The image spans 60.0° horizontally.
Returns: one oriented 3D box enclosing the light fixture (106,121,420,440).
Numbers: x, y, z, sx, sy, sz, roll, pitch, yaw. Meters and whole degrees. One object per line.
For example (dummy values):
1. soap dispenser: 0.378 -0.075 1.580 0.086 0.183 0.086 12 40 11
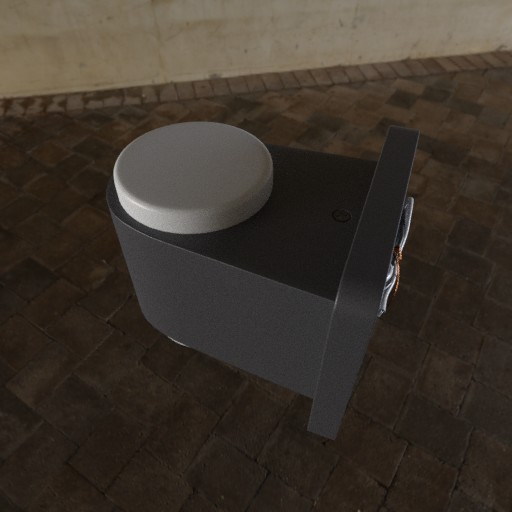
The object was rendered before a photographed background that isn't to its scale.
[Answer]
1. light fixture: 0.000 0.000 0.214 0.132 0.109 0.109 15 49 14
